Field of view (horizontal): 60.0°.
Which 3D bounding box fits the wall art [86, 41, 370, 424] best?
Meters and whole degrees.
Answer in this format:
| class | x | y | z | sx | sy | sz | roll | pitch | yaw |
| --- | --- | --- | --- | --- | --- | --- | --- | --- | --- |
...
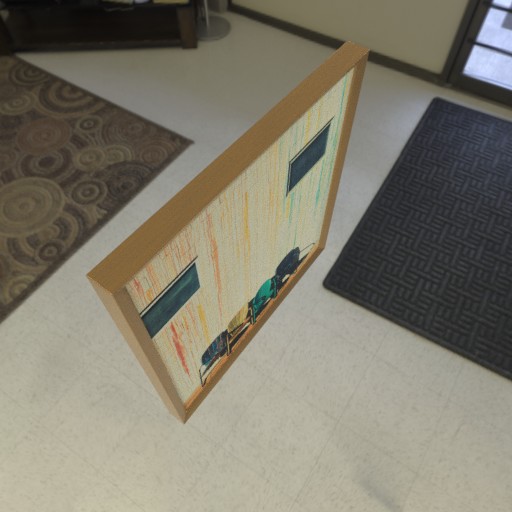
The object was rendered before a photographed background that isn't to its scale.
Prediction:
| class | x | y | z | sx | sy | sz | roll | pitch | yaw |
| --- | --- | --- | --- | --- | --- | --- | --- | --- | --- |
| wall art | 0.000 | 0.000 | 0.746 | 0.037 | 0.505 | 0.505 | 32 | 62 | 19 |
